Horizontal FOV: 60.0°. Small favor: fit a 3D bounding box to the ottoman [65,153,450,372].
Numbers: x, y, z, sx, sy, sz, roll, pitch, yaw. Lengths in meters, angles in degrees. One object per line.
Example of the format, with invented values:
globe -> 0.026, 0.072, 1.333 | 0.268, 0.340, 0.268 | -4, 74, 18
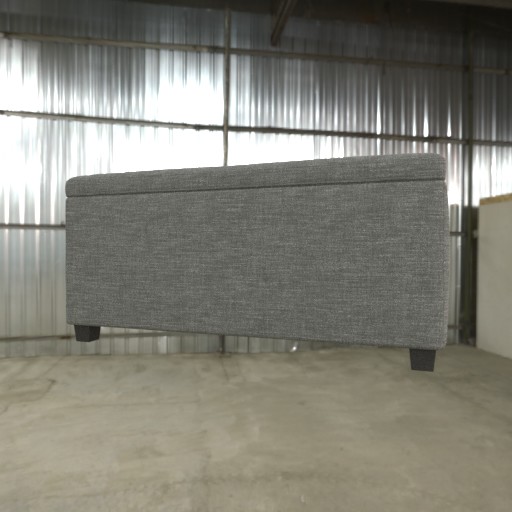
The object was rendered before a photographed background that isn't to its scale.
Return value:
ottoman -> 0.000, 0.000, 1.148 | 0.902, 0.432, 0.419 | 0, 1, 19
